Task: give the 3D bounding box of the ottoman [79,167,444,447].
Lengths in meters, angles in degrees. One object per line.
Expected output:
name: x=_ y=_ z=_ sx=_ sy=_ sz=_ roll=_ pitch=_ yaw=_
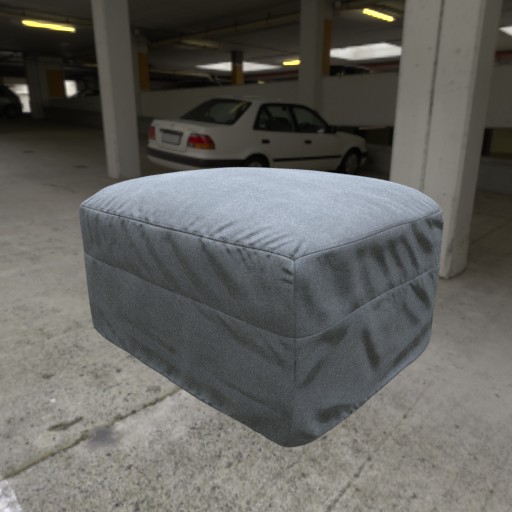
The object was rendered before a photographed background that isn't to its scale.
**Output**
ottoman: x=0.000 y=0.000 z=1.255 sx=0.837 sy=0.481 sz=0.683 roll=16 pitch=23 yaw=41
